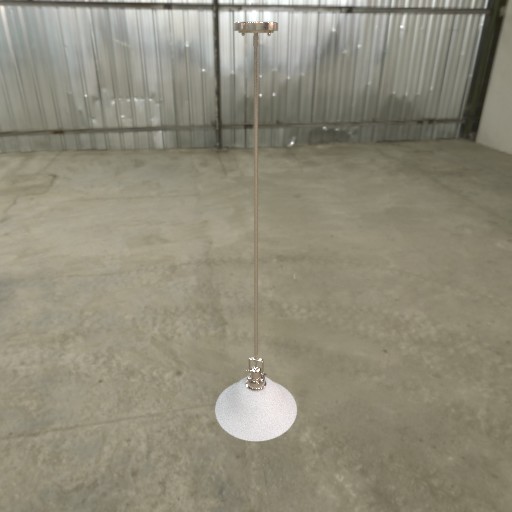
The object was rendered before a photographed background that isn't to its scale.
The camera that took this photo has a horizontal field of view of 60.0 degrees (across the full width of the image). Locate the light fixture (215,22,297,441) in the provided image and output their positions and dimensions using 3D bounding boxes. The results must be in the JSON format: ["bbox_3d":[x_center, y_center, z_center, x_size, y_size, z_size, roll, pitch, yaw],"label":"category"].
[{"bbox_3d":[0.000,0.000,1.451,0.324,1.354,0.324,9,28,17],"label":"light fixture"}]
